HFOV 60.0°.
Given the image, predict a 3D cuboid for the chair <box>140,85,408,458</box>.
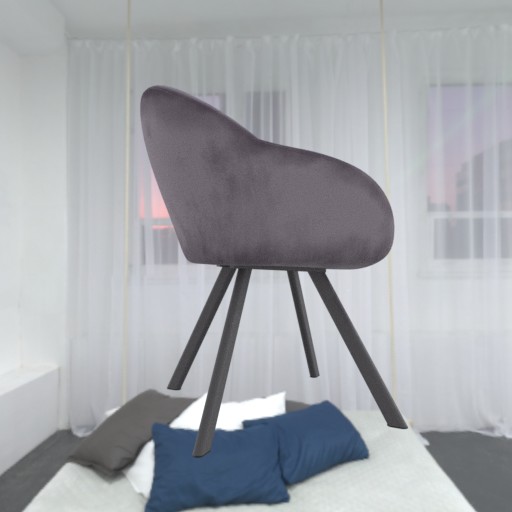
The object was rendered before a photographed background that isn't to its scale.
[{"bbox_3d":[0.000,0.000,1.166,0.590,0.795,0.550,0,0,-18],"label":"chair"}]
